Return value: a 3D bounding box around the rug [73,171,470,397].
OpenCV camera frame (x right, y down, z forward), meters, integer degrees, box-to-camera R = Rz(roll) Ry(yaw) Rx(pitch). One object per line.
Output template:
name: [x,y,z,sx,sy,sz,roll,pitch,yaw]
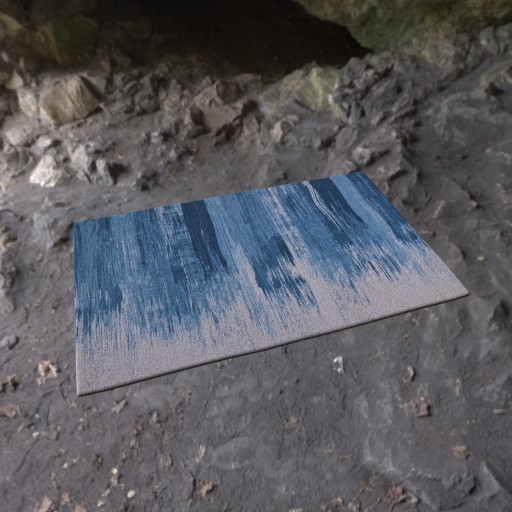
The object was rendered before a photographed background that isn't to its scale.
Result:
rug: [0.000,0.000,3.115,2.450,0.027,1.540,-12,44,-12]
